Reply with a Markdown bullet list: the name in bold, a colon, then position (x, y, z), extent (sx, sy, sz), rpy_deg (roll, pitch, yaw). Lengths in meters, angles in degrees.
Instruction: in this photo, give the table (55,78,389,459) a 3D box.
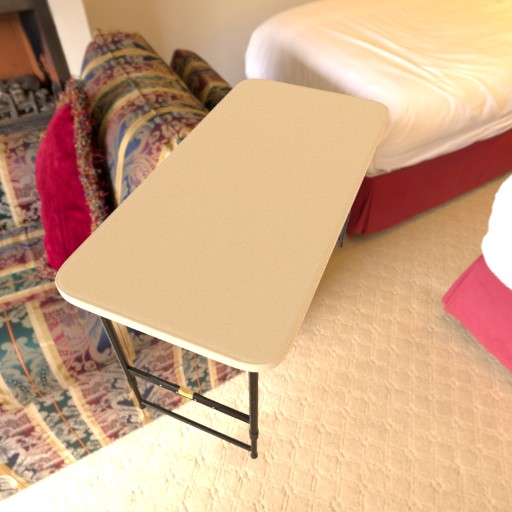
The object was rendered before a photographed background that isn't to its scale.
- **table**: position (0.000, 0.000, 1.637), extent (0.610, 0.737, 1.219), rpy_deg (17, 49, 15)
